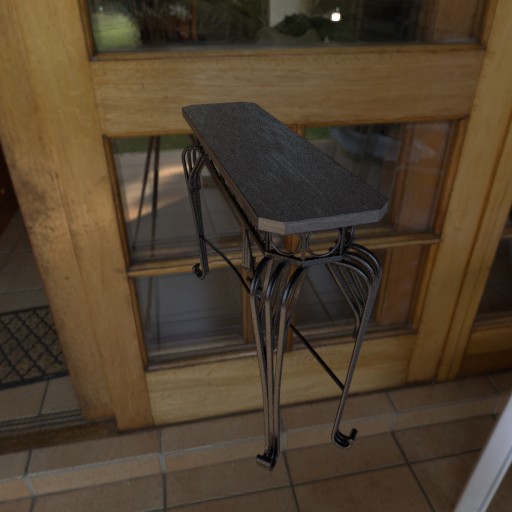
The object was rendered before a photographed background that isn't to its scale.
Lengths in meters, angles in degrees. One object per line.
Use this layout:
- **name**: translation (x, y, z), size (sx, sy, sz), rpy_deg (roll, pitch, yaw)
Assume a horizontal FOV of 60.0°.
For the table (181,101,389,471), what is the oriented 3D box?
- **table**: translation (0.000, 0.000, 1.525), size (0.329, 0.800, 1.112), rpy_deg (-9, 32, -14)
